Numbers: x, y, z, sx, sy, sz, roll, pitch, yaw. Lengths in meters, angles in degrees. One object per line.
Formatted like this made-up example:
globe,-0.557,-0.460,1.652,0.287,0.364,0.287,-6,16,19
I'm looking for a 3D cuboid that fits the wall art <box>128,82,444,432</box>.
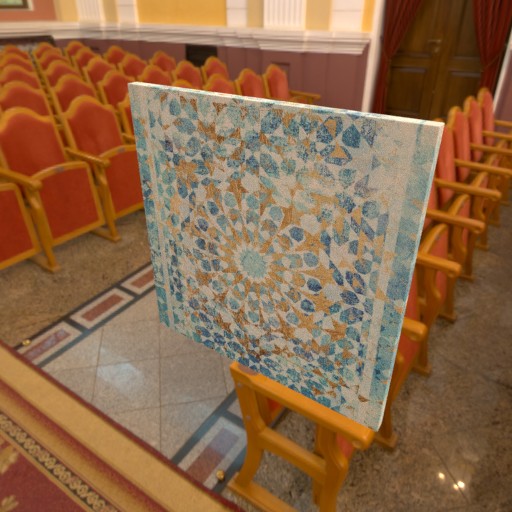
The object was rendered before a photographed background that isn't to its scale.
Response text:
wall art,0.000,0.000,1.351,0.916,0.916,0.040,19,35,29
